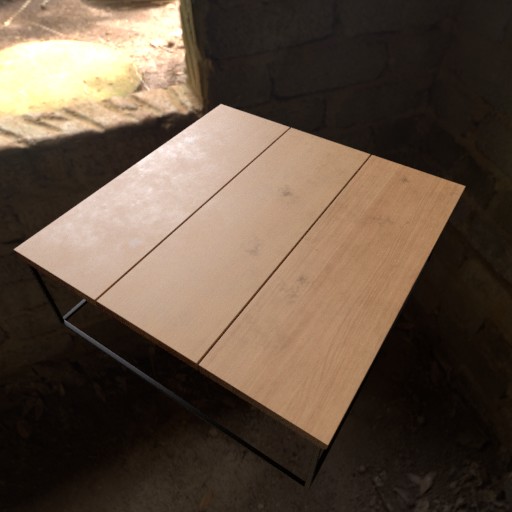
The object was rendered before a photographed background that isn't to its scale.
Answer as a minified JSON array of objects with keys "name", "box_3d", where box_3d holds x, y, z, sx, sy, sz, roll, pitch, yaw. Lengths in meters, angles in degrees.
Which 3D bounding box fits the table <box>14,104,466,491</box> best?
[{"name":"table","box_3d":[0.000,0.000,1.646,1.100,0.400,1.100,26,52,22]}]
